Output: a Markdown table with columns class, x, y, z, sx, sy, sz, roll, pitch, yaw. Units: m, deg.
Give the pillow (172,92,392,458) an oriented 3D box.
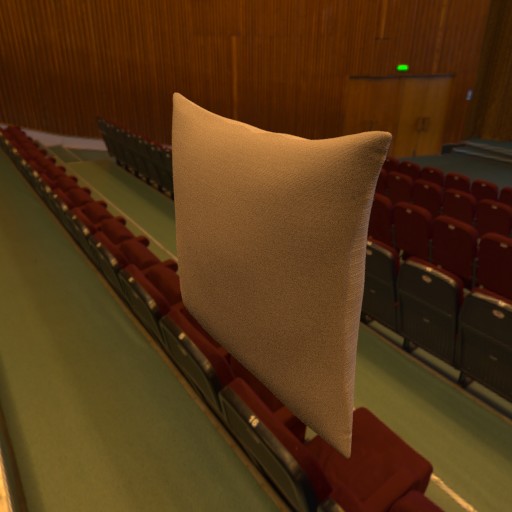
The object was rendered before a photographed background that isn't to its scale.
| class | x | y | z | sx | sy | sz | roll | pitch | yaw |
| --- | --- | --- | --- | --- | --- | --- | --- | --- | --- |
| pillow | 0.000 | 0.000 | 0.765 | 0.204 | 0.497 | 0.512 | -17 | 31 | -31 |
